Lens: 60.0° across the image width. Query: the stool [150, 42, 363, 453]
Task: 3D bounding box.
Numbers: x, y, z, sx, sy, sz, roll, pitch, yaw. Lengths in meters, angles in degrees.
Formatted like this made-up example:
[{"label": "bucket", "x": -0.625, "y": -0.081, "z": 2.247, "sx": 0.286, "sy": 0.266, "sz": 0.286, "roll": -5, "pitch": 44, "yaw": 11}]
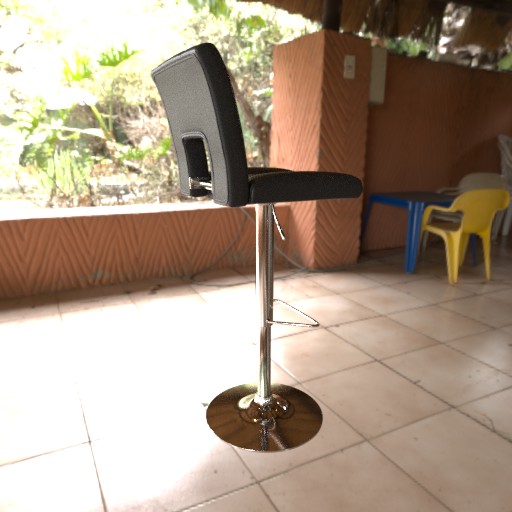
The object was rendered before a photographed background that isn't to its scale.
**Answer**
[{"label": "stool", "x": 0.000, "y": 0.000, "z": 1.409, "sx": 0.520, "sy": 1.151, "sz": 0.415, "roll": -7, "pitch": 16, "yaw": -27}]
